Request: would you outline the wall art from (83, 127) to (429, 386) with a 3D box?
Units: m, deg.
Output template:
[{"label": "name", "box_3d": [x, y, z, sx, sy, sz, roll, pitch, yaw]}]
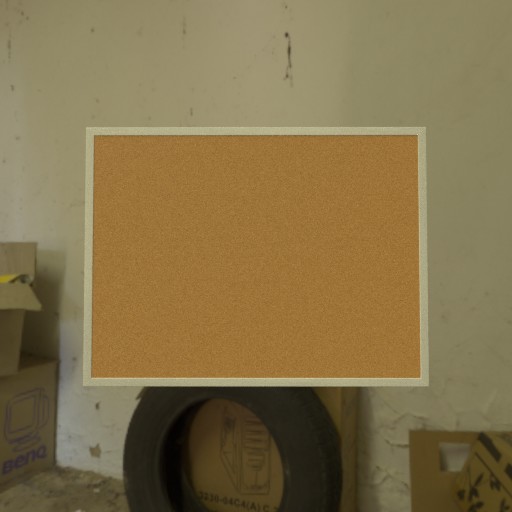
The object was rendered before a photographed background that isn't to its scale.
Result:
[{"label": "wall art", "box_3d": [0.000, 0.000, 1.372, 1.041, 0.787, 0.053, 0, -2, 0]}]
